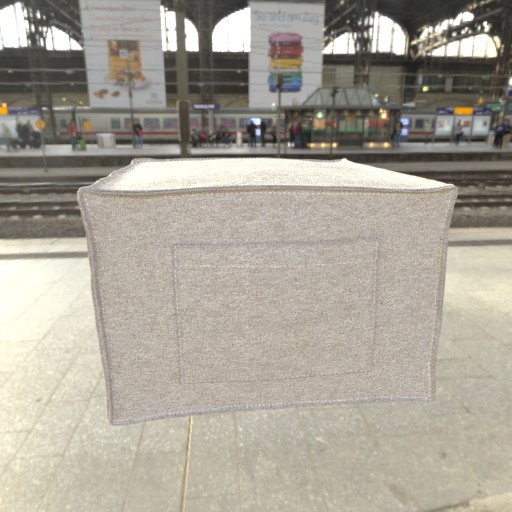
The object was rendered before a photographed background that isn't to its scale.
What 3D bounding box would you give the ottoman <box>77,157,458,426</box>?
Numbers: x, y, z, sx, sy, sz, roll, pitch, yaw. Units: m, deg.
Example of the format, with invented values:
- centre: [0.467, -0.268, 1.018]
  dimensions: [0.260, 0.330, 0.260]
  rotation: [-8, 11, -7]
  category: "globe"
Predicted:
- centre: [0.000, 0.000, 1.132]
  dimensions: [0.707, 0.470, 0.696]
  rotation: [-2, 16, -7]
  category: "ottoman"
